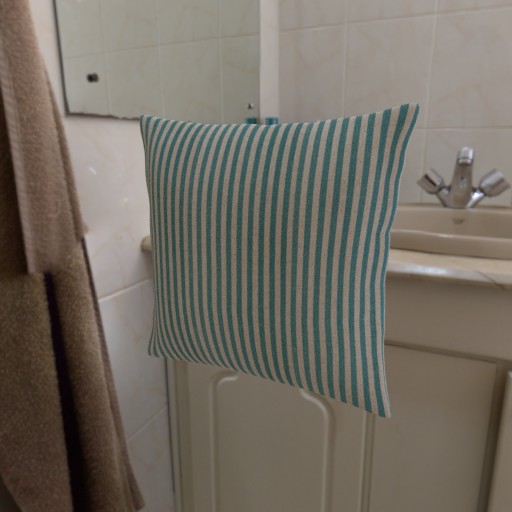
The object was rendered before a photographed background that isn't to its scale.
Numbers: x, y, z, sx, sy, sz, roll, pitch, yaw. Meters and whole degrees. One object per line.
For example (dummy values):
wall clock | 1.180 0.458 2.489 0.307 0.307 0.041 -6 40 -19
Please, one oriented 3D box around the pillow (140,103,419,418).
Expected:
pillow | 0.000 0.000 0.810 0.523 0.510 0.166 7 15 25
